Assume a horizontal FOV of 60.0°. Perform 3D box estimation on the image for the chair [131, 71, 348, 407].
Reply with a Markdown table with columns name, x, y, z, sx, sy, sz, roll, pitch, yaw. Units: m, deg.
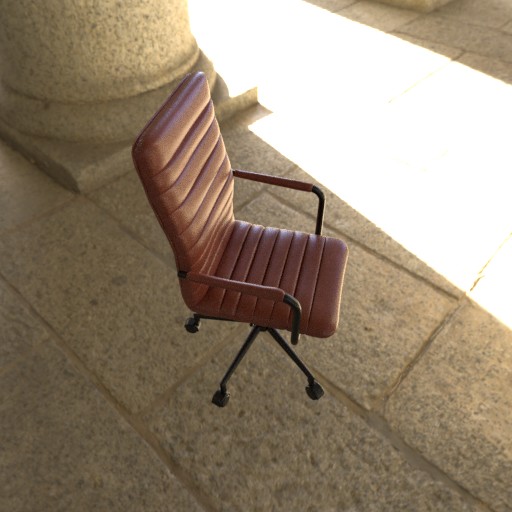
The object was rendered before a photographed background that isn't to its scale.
| name | x | y | z | sx | sy | sz | roll | pitch | yaw |
| --- | --- | --- | --- | --- | --- | --- | --- | --- | --- |
| chair | 0.000 | 0.000 | 1.391 | 0.580 | 0.979 | 0.608 | 10 | 47 | 10 |
